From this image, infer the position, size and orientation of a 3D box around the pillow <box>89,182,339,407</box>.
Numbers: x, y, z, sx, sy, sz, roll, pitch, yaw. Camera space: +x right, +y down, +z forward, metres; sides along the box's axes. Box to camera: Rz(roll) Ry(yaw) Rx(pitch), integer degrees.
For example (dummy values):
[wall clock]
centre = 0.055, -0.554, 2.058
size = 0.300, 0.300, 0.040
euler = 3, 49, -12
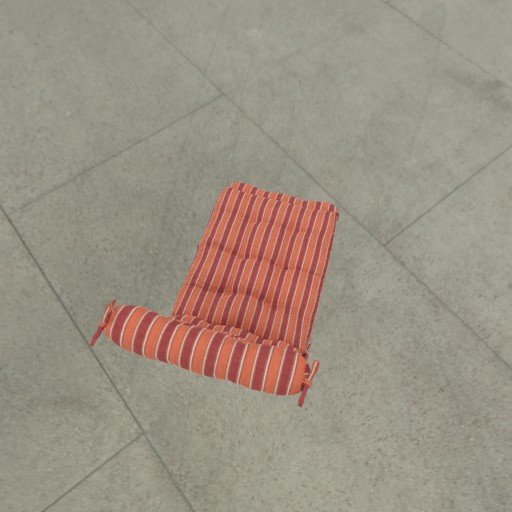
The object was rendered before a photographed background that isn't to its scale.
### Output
[pillow]
centre = 0.000, 0.000, 1.528
size = 0.526, 0.863, 1.016
euler = 15, 64, 7
